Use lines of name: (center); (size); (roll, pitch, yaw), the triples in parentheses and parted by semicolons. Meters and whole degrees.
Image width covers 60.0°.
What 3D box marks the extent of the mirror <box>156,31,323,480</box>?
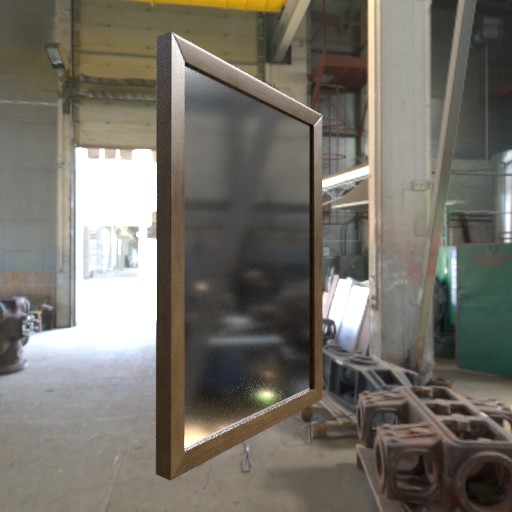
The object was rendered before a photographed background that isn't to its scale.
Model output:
mirror: (0.000, 0.000, 0.915); (0.040, 0.710, 0.507); (0, -1, 36)
